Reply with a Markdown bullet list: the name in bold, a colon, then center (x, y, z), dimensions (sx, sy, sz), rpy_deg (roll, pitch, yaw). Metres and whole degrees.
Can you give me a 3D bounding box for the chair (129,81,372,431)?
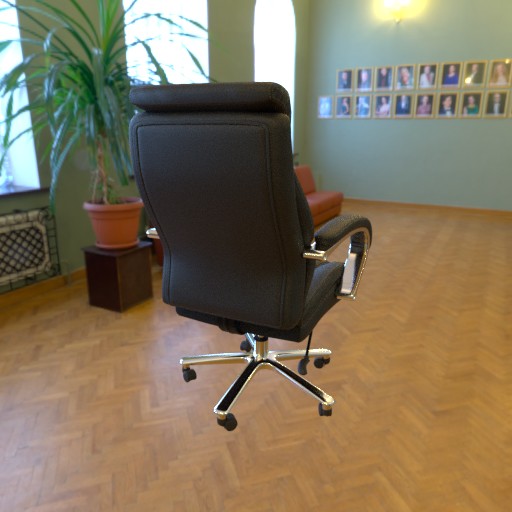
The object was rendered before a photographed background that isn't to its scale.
- **chair**: center (0.000, 0.000, 1.692), dimensions (0.755, 1.183, 0.790), rpy_deg (8, 18, 26)
